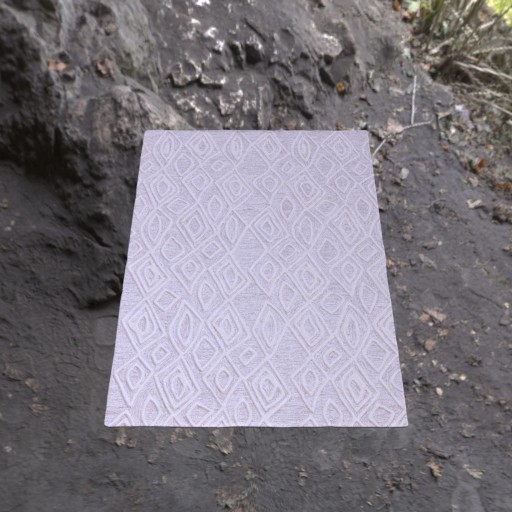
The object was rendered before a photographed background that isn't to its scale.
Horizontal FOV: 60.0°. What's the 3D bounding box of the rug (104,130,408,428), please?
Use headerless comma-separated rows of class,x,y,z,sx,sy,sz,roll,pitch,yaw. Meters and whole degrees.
rug,0.000,0.000,4.200,2.449,0.025,3.049,0,64,0
